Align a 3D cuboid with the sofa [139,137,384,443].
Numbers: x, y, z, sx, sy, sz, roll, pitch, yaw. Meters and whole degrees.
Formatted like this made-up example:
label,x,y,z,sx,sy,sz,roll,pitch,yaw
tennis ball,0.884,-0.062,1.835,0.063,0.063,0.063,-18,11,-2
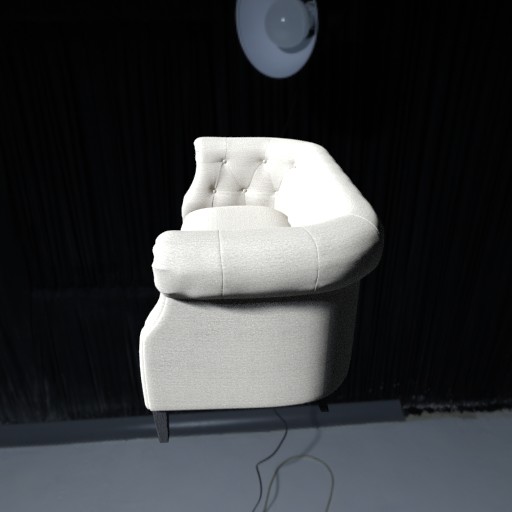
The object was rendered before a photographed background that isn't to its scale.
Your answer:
label,x,y,z,sx,sy,sz,roll,pitch,yaw
sofa,0.000,0.000,2.061,0.835,0.827,1.558,-1,26,-2
